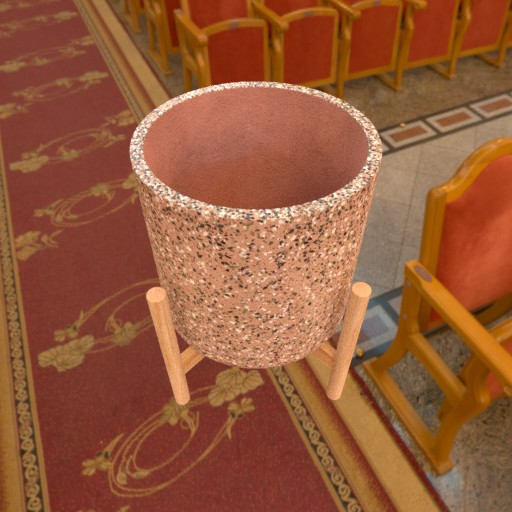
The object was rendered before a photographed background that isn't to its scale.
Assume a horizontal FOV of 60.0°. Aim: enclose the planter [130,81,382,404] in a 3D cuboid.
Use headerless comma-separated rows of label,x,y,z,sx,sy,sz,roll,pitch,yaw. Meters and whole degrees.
planter,0.000,0.000,0.692,0.360,0.419,0.360,-18,49,-17
